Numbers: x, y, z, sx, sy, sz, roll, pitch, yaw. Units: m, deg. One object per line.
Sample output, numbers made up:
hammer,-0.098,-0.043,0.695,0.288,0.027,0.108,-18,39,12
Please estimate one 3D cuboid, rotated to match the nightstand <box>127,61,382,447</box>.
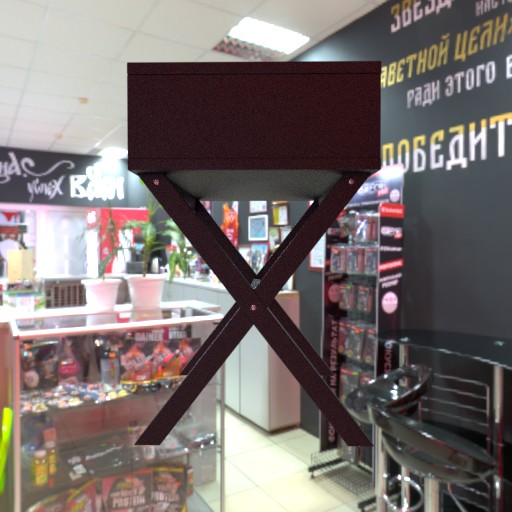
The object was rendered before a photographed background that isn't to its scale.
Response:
nightstand,0.000,0.000,0.943,0.402,0.623,0.479,0,1,1
